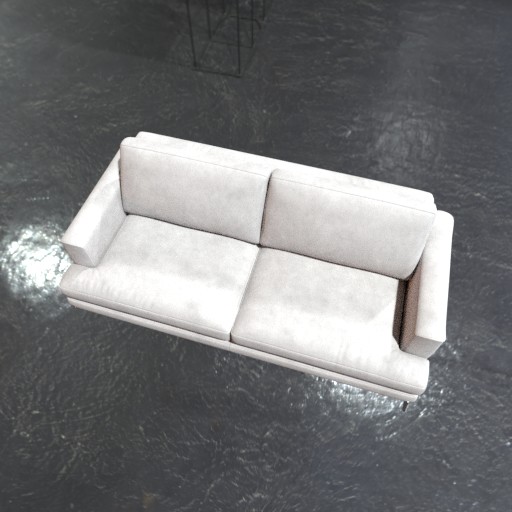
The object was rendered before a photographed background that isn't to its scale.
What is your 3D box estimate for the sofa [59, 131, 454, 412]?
[{"bbox_3d":[0.000,0.000,2.475,2.013,0.830,0.980,14,58,9],"label":"sofa"}]
